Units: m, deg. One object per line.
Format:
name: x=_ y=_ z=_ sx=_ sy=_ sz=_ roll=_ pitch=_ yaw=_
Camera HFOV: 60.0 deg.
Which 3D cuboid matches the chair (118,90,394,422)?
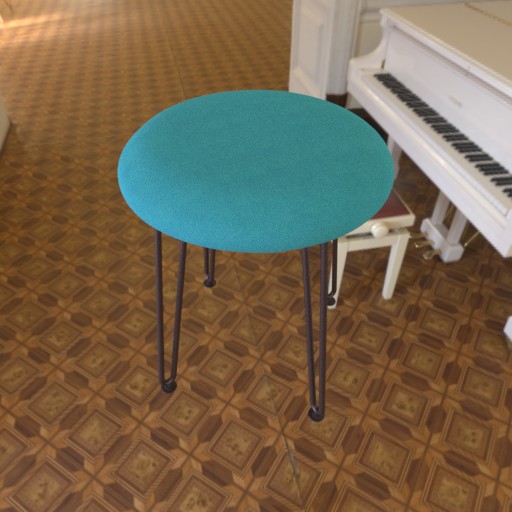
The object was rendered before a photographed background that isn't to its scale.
chair: x=0.000 y=0.000 z=0.691 sx=0.350 sy=0.430 sz=0.350 roll=0 pitch=42 yaw=0
